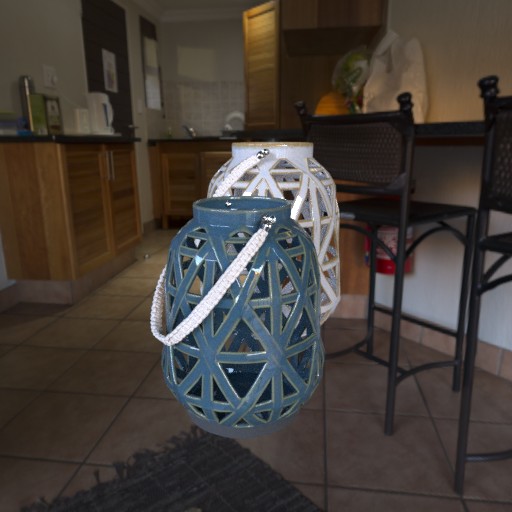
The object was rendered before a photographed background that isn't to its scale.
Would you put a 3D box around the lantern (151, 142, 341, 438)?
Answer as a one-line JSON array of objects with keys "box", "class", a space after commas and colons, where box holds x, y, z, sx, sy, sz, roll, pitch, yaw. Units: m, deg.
[{"box": [0.000, 0.000, 0.627, 0.245, 0.307, 0.439, 3, 16, 10], "class": "lantern"}]
